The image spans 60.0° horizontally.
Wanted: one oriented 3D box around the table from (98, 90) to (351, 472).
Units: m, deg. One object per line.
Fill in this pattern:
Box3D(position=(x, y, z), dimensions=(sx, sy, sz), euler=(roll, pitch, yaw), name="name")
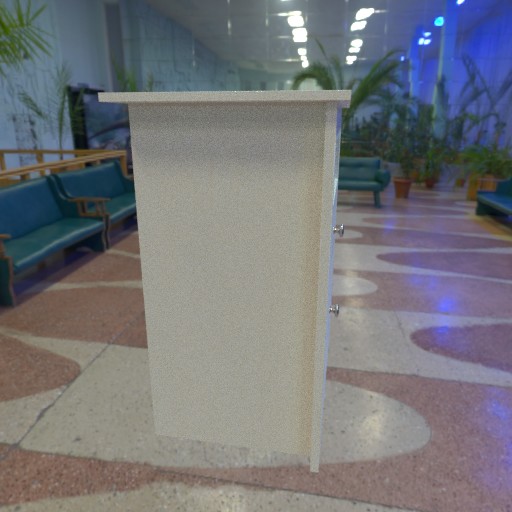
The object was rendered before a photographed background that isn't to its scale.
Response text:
Box3D(position=(0.000, 0.000, 1.064), dimensions=(0.406, 0.711, 0.589), euler=(3, 18, 11), name="table")
